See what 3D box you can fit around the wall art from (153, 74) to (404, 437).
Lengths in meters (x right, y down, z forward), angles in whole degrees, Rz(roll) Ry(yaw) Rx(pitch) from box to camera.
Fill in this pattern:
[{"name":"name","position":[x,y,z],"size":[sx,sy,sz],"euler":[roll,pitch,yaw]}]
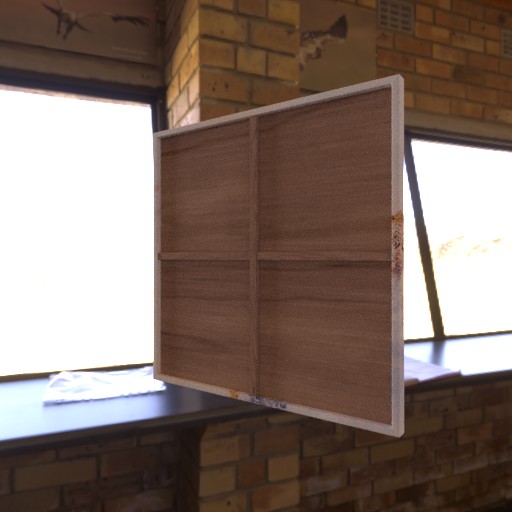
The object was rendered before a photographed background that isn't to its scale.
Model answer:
[{"name":"wall art","position":[0.000,0.000,1.356],"size":[0.889,0.889,0.038],"euler":[0,0,36]}]
